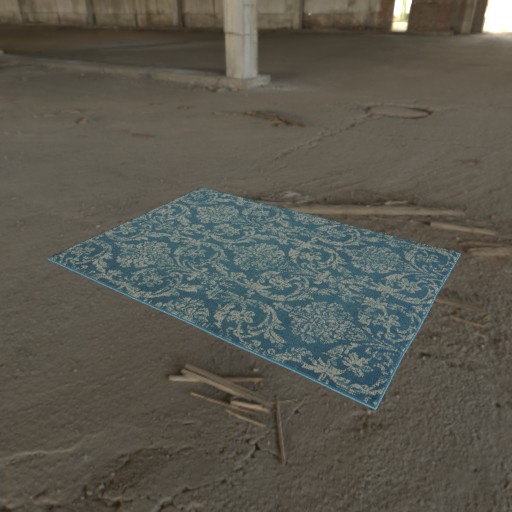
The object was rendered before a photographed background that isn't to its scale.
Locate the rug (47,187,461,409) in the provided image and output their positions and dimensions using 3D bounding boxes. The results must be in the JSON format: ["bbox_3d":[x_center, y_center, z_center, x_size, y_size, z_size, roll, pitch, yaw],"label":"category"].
[{"bbox_3d":[0.000,0.000,2.888,2.205,0.012,1.554,18,34,29],"label":"rug"}]
